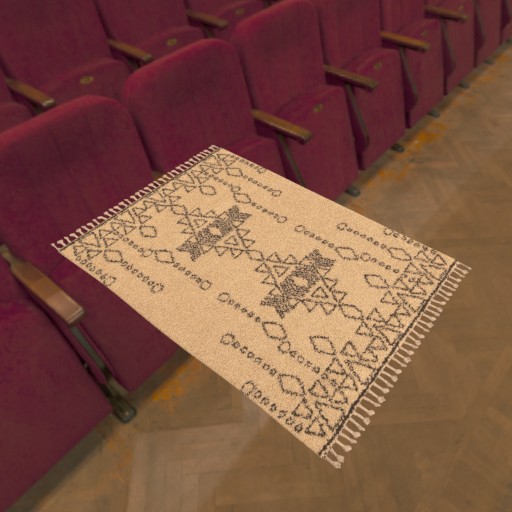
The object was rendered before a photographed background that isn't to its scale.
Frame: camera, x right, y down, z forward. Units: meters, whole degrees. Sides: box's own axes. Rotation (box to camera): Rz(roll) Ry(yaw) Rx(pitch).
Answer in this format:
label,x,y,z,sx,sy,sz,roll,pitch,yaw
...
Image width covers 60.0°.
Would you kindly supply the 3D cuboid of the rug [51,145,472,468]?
label,x,y,z,sx,sy,sz,roll,pitch,yaw
rug,0.000,0.000,3.871,3.027,0.028,2.125,31,54,26
